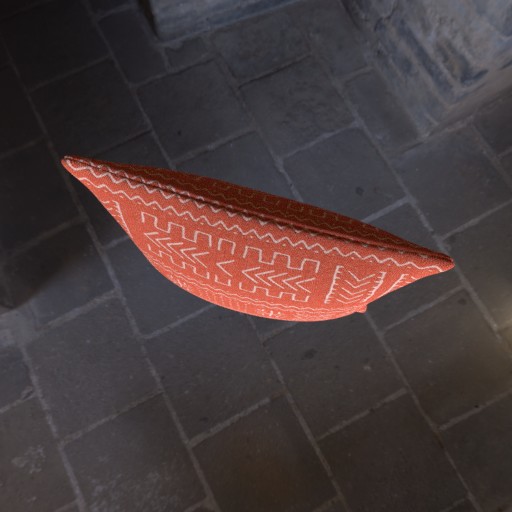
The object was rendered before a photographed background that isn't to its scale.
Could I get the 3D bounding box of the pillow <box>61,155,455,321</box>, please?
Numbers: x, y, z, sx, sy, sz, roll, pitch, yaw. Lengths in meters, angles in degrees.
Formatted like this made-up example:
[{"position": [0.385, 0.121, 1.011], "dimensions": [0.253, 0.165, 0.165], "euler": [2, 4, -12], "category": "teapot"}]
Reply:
[{"position": [0.000, 0.000, 0.668], "dimensions": [0.438, 0.429, 0.164], "euler": [15, 77, 4], "category": "pillow"}]
